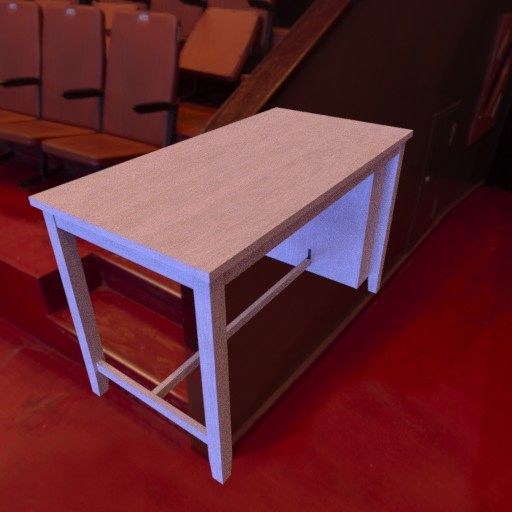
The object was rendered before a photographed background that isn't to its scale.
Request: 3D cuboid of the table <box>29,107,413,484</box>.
[{"bbox_3d":[0.000,0.000,1.901,0.729,0.874,1.397,20,37,29],"label":"table"}]
